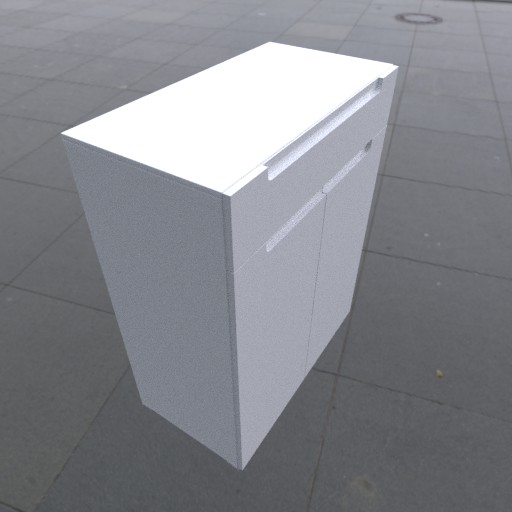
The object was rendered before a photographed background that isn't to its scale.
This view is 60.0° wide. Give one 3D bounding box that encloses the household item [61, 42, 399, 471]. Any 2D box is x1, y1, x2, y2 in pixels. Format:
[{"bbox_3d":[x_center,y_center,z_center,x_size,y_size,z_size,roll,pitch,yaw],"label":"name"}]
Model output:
[{"bbox_3d":[0.000,0.000,1.380,0.420,1.010,0.790,23,45,25],"label":"household item"}]
